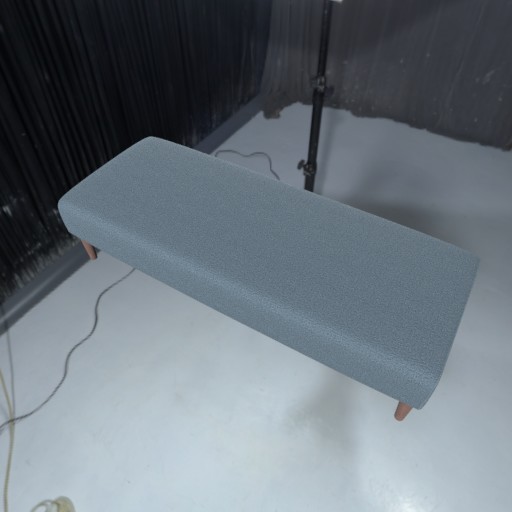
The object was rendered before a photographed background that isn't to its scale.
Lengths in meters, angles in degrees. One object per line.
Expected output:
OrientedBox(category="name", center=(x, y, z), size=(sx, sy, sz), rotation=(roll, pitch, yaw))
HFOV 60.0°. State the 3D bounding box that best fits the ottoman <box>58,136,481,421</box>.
OrientedBox(category="ottoman", center=(0.000, 0.000, 1.868), size=(1.609, 0.393, 0.646), rotation=(24, 51, 21))
